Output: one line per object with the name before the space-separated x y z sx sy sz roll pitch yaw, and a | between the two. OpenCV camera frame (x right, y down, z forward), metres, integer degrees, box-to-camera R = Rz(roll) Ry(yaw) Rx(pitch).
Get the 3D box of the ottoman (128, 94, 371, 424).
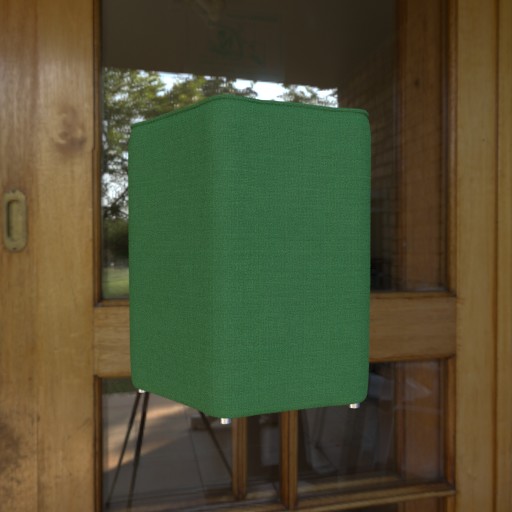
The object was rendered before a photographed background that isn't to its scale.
ottoman | 0.000 0.000 0.900 0.499 0.507 0.444 0 1 -18
